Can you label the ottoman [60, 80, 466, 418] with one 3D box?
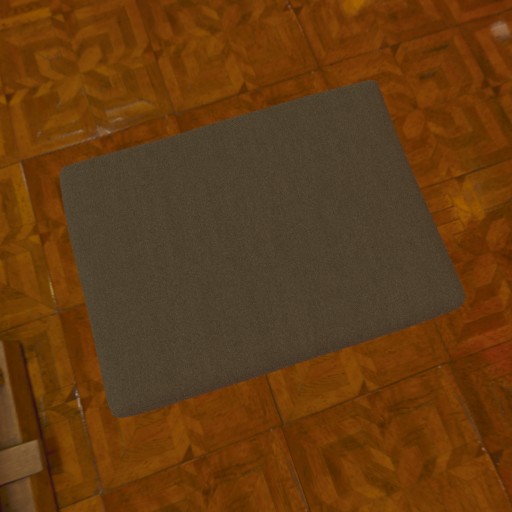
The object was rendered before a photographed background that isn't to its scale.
[{"bbox_3d":[0.000,0.000,1.141,0.771,0.500,0.569,-17,77,-4],"label":"ottoman"}]
